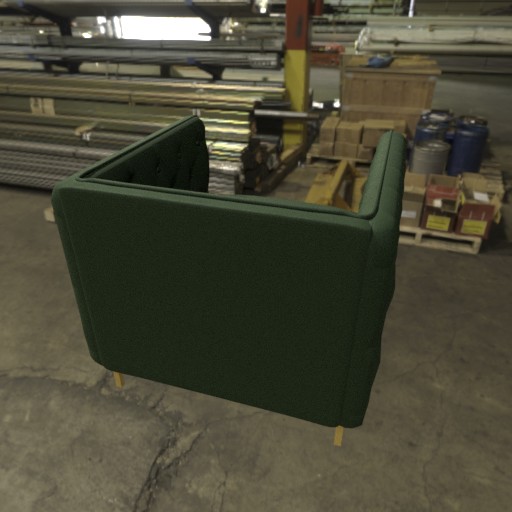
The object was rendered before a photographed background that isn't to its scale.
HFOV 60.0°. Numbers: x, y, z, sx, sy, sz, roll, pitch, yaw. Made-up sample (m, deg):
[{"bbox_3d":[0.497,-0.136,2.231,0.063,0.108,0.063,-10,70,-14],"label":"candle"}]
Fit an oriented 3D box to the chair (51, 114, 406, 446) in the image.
[{"bbox_3d":[0.000,0.000,1.550,0.917,0.768,0.855,9,32,15],"label":"chair"}]
